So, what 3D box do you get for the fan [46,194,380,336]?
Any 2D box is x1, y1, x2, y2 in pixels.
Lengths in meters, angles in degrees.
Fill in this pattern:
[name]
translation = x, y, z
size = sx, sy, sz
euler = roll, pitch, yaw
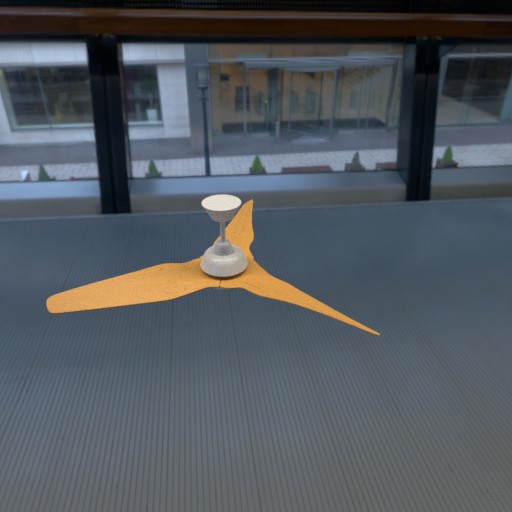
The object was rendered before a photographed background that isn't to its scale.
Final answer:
[fan]
translation = 0.000, 0.000, 1.634
size = 1.010, 0.355, 1.142
euler = 21, 37, 31
